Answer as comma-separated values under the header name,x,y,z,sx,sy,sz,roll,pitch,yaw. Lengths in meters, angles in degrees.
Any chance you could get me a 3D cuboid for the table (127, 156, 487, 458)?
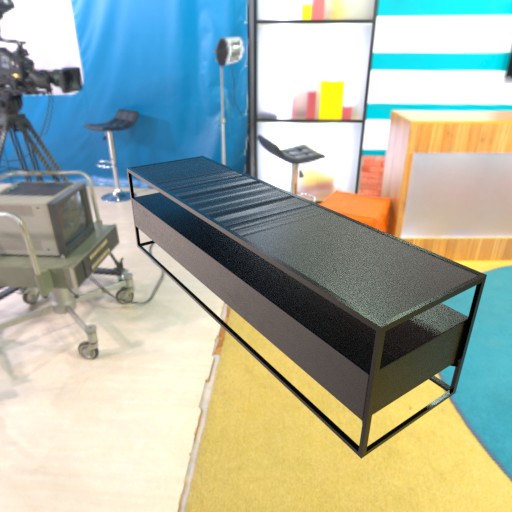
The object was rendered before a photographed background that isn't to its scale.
name,x,y,z,sx,sy,sz,roll,pitch,yaw
table,0.000,0.000,1.654,0.399,0.395,1.486,-17,31,-31
